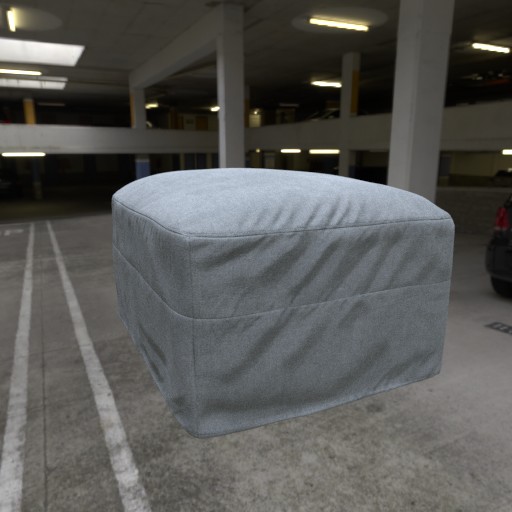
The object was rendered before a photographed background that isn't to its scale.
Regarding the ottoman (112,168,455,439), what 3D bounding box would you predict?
[{"bbox_3d":[0.000,0.000,1.249,0.683,0.481,0.837,-7,15,-26],"label":"ottoman"}]
